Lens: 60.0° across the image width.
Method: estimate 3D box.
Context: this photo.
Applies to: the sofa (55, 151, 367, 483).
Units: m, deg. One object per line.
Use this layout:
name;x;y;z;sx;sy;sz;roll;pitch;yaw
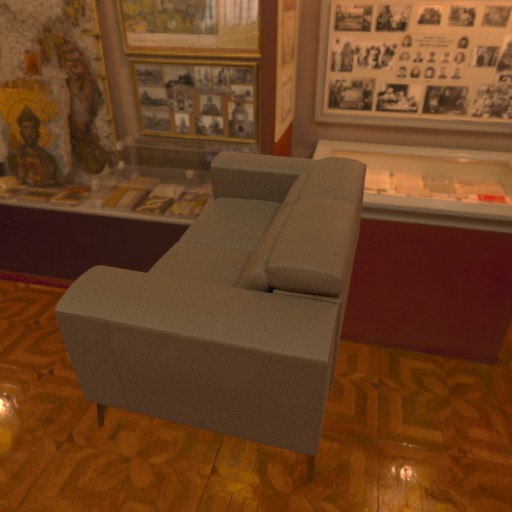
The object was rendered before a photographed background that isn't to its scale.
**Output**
sofa;0.000;0.000;2.346;1.003;0.779;1.895;8;32;13
